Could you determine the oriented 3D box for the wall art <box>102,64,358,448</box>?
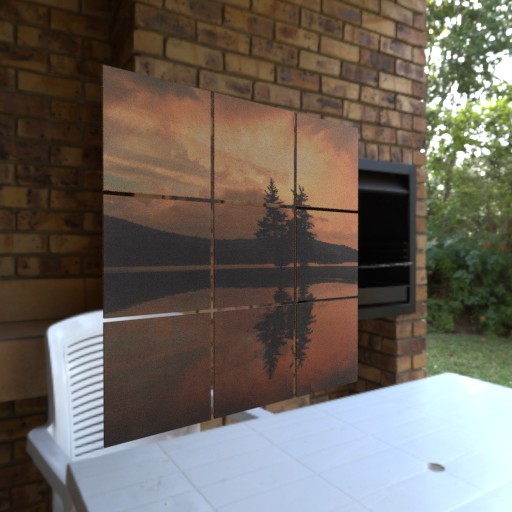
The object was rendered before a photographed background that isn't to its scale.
[{"bbox_3d":[0.000,0.000,2.221,1.520,1.525,0.013,-1,1,-37],"label":"wall art"}]
